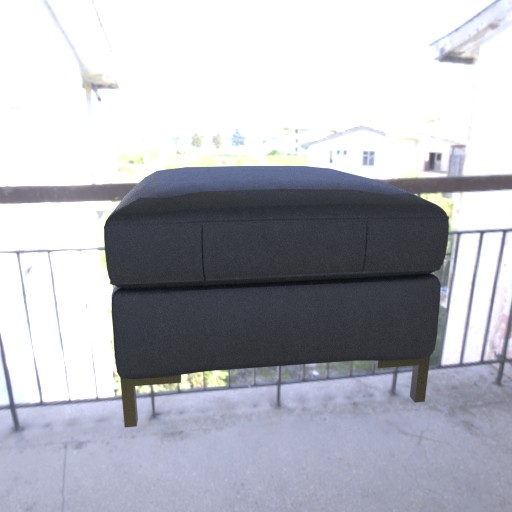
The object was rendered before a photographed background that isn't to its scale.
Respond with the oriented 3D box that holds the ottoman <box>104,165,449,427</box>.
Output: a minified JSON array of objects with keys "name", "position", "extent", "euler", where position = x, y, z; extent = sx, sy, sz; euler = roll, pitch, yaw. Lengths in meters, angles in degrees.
[{"name":"ottoman","position":[0.000,0.000,1.807],"extent":[0.967,0.696,1.187],"euler":[-2,16,-8]}]
